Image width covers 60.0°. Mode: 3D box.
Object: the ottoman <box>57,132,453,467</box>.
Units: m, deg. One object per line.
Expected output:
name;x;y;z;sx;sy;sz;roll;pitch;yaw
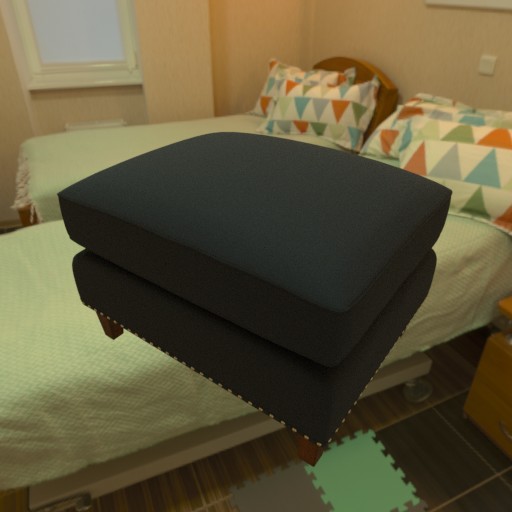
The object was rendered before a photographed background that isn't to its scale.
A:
ottoman;0.000;0.000;1.112;0.741;0.513;0.584;21;38;30
